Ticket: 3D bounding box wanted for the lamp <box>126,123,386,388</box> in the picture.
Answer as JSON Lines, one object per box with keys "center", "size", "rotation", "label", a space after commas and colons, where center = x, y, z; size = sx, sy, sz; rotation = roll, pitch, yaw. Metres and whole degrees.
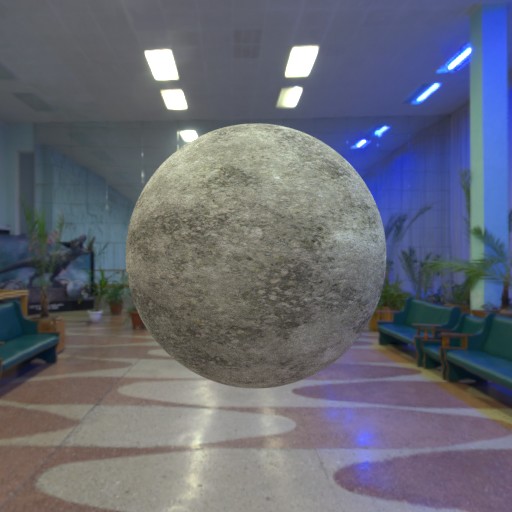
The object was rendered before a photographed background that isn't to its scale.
{"center": [0.000, 0.000, 0.747], "size": [0.422, 0.429, 0.422], "rotation": [0, 0, 0], "label": "lamp"}
